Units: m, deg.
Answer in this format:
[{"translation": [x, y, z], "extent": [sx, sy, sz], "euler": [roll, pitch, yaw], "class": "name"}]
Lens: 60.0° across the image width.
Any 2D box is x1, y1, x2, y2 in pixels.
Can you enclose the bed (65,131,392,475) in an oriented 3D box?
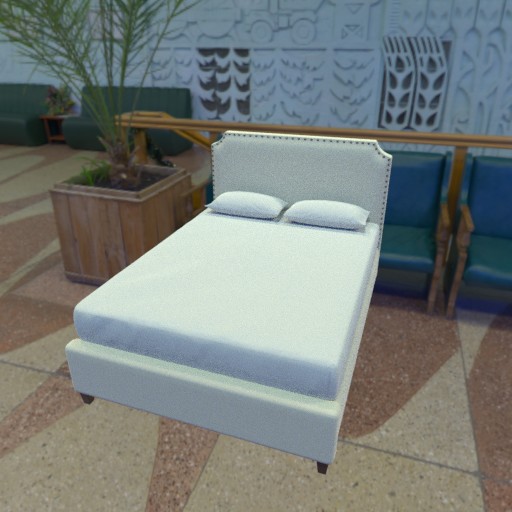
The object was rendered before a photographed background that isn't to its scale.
[{"translation": [0.000, 0.000, 3.363], "extent": [1.703, 1.415, 2.329], "euler": [9, 27, 18], "class": "bed"}]
